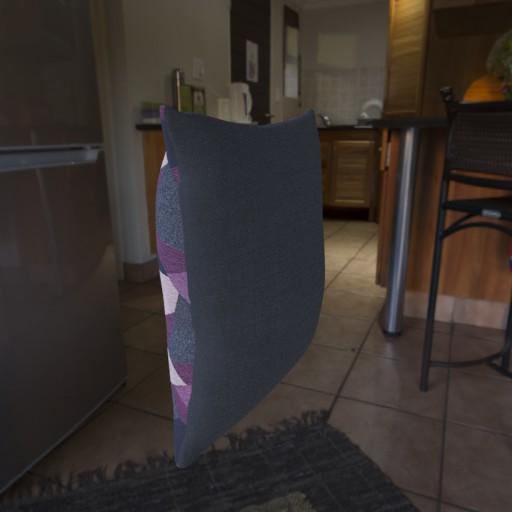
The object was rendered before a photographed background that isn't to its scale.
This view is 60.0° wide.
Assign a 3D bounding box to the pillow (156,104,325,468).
[{"bbox_3d":[0.000,0.000,0.768,0.208,0.496,0.503,8,19,25],"label":"pillow"}]
